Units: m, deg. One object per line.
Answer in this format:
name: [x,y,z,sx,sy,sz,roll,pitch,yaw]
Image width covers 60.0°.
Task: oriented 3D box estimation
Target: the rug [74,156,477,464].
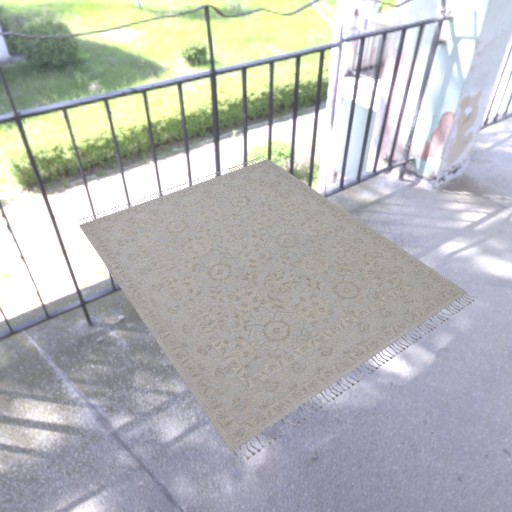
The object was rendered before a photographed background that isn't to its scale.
rug: [0.000,0.000,4.128,2.444,0.013,3.043,-25,47,-26]
